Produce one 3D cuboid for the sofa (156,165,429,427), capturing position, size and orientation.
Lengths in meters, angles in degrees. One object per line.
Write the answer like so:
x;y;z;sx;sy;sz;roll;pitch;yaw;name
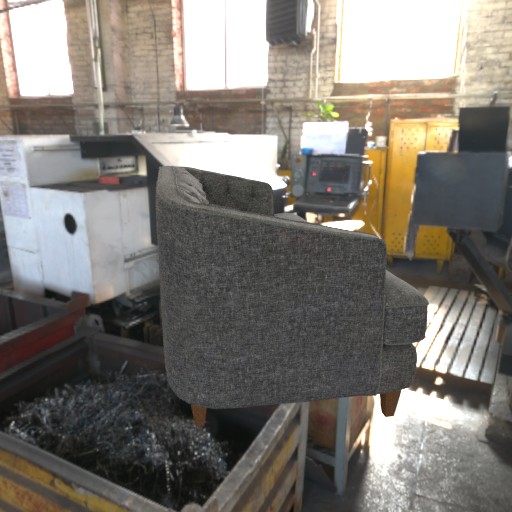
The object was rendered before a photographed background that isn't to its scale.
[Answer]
0.000;0.000;2.250;0.941;0.855;1.733;-3;16;-11;sofa
